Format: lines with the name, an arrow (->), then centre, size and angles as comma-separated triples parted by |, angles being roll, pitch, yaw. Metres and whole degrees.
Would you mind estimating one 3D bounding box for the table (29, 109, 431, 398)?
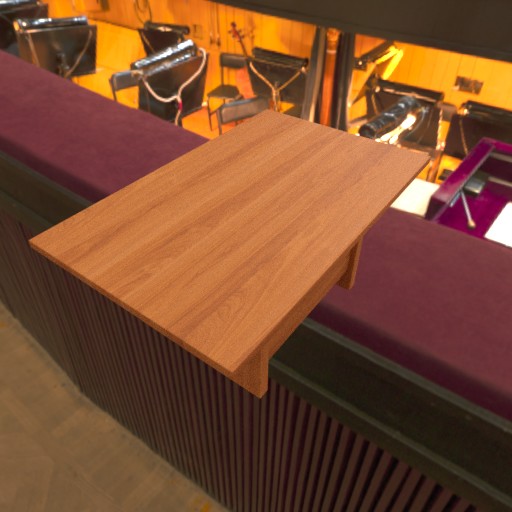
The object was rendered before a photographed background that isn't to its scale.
table -> 0.000, 0.000, 1.527 | 0.700, 0.510, 1.100 | 26, 47, 27
